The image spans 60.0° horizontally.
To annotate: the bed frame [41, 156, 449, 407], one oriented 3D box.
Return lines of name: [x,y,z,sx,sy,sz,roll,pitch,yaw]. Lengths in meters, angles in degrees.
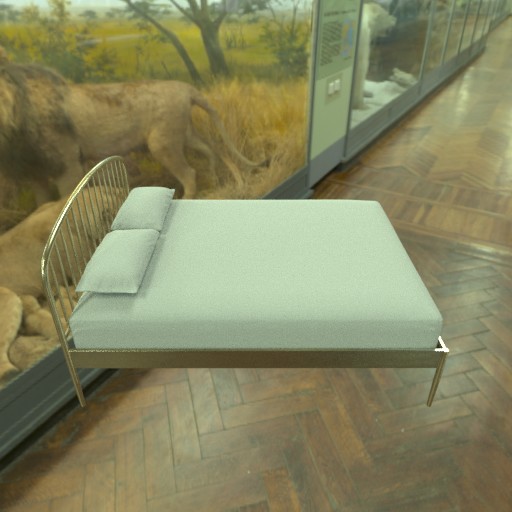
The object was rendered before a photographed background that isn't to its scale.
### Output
bed frame: [0.000,0.000,3.073,2.152,1.175,1.612,0,32,0]
